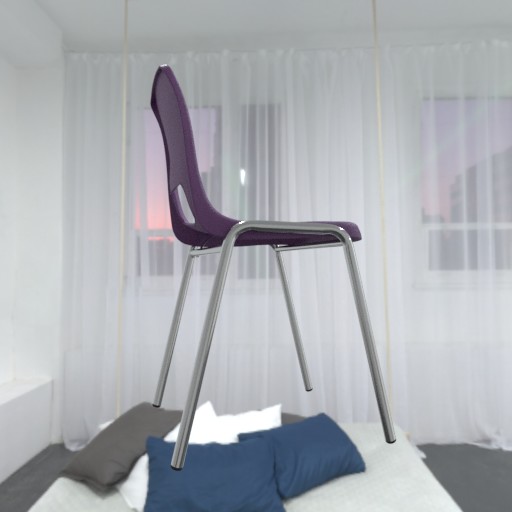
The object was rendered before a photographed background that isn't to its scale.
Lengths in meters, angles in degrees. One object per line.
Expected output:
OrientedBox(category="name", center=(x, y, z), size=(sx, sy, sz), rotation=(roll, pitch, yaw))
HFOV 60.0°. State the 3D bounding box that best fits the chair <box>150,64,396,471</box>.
OrientedBox(category="chair", center=(0.000, 0.000, 0.944), size=(0.432, 0.704, 0.381), rotation=(0, -1, -18))
